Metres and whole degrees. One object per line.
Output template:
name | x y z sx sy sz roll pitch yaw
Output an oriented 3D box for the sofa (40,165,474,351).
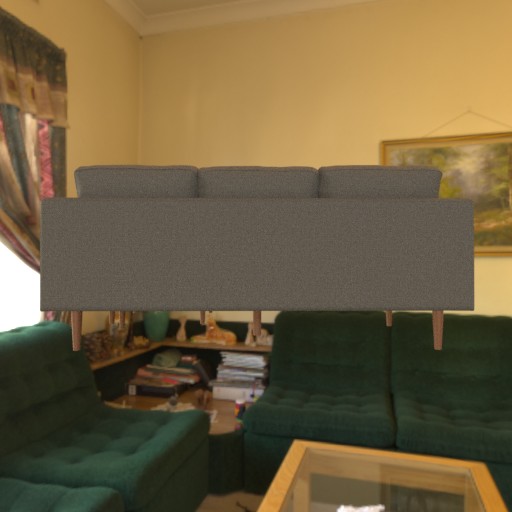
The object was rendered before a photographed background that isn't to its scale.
sofa | 0.000 0.000 2.838 2.031 0.897 1.591 0 0 -1
